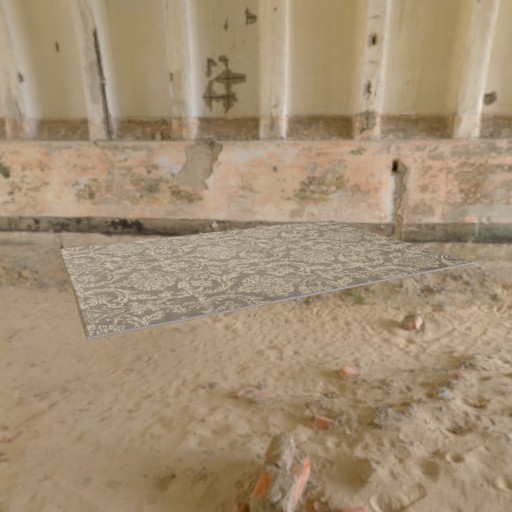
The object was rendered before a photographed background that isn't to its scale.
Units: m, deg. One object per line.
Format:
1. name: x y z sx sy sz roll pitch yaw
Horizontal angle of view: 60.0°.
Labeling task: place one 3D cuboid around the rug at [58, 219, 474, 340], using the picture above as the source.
1. rug: 0.000 0.000 3.489 2.746 0.018 1.819 -8 18 -26
